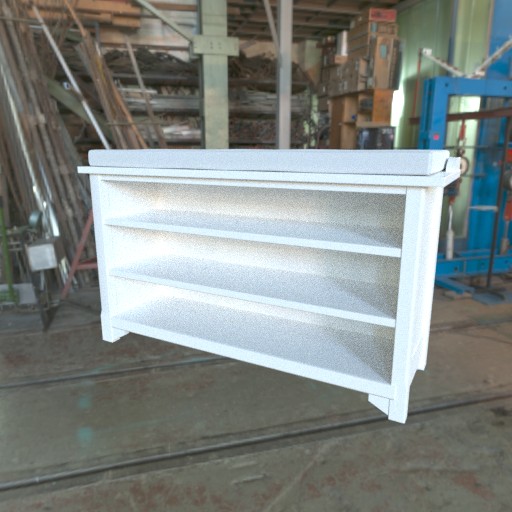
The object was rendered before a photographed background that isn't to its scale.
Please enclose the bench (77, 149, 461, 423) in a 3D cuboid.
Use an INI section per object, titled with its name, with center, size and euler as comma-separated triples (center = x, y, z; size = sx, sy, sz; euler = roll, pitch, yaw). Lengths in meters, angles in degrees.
[bench]
center = 0.000, 0.000, 1.258
size = 0.987, 0.589, 0.346
euler = 7, 16, 28
